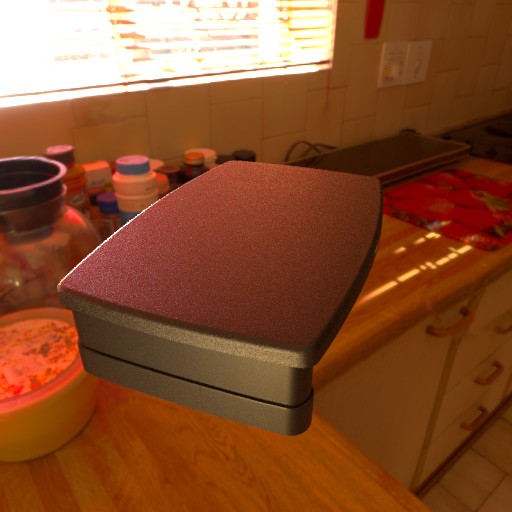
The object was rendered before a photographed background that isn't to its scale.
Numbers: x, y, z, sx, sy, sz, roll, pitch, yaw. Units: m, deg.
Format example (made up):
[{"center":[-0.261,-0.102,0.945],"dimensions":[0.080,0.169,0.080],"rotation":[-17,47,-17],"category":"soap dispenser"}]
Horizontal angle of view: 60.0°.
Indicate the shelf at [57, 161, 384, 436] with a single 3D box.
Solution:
[{"center":[0.000,0.000,0.540],"dimensions":[0.280,0.100,0.410],"rotation":[11,31,18],"category":"shelf"}]
